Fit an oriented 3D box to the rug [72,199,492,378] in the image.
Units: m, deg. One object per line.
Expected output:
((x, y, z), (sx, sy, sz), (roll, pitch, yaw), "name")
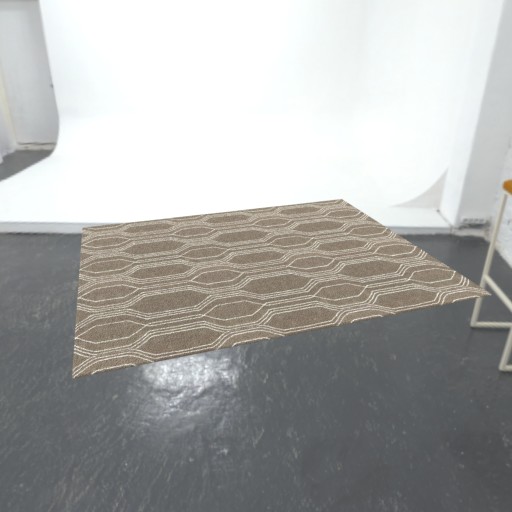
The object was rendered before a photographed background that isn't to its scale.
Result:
((0.000, 0.000, 4.070), (3.062, 0.012, 2.457), (-8, 27, -16), "rug")
